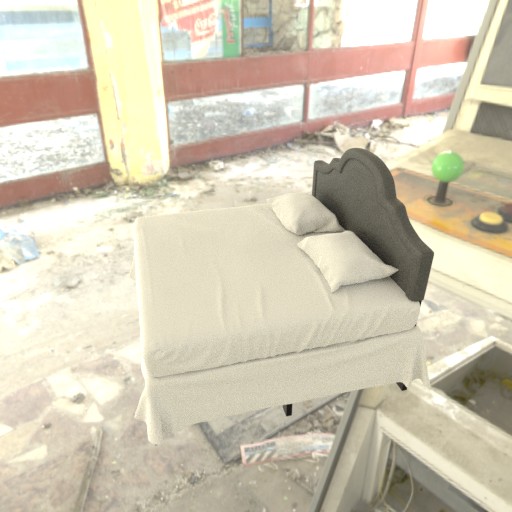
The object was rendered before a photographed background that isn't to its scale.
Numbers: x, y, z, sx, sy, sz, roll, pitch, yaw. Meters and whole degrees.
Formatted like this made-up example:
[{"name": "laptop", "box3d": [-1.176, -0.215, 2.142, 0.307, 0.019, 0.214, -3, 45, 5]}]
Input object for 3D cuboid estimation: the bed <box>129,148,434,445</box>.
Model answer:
[{"name": "bed", "box3d": [0.000, 0.000, 3.738, 2.222, 1.631, 2.303, -8, 31, -13]}]
